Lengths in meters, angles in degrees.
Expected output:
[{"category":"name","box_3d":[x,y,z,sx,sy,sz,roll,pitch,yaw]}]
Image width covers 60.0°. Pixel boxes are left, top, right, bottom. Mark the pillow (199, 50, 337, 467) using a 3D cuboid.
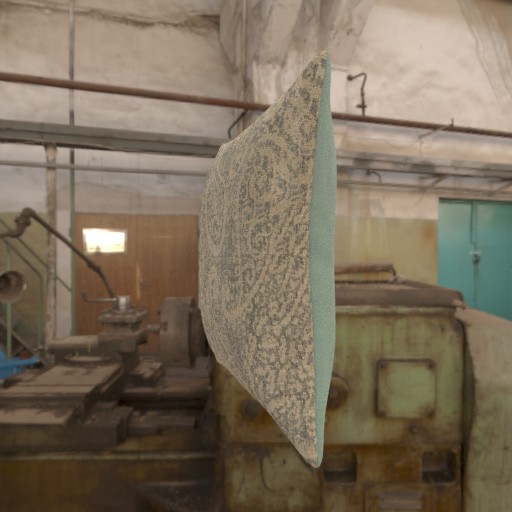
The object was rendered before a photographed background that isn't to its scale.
[{"category":"pillow","box_3d":[0.000,0.000,0.784,0.166,0.507,0.526,0,1,-18]}]
